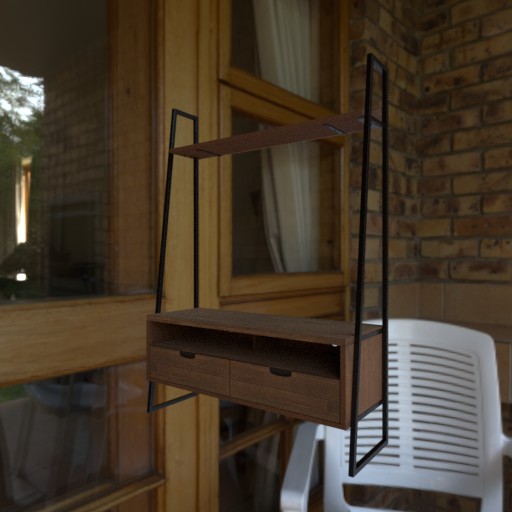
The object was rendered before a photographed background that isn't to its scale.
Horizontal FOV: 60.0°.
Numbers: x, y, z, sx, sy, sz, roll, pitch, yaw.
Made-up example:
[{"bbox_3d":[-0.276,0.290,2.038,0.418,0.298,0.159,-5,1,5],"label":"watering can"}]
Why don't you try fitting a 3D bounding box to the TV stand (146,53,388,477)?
[{"bbox_3d":[0.000,0.000,2.297,1.250,1.772,0.432,0,0,36],"label":"TV stand"}]
